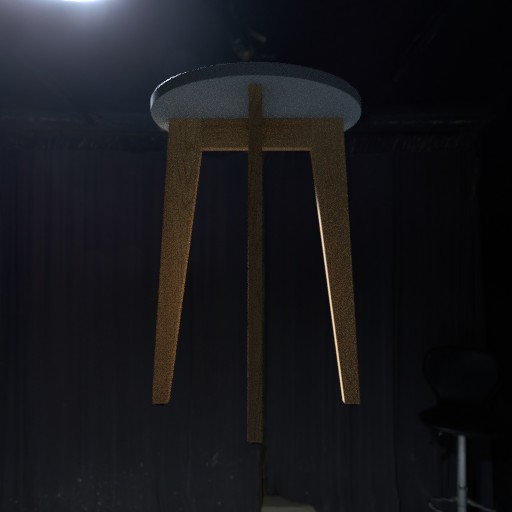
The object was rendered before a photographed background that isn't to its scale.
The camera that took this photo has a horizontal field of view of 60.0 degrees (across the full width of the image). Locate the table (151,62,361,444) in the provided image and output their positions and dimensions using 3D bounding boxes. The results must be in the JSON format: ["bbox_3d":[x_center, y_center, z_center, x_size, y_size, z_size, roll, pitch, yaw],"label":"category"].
[{"bbox_3d":[0.000,0.000,0.751,0.350,0.500,0.350,0,-2,0],"label":"table"}]
